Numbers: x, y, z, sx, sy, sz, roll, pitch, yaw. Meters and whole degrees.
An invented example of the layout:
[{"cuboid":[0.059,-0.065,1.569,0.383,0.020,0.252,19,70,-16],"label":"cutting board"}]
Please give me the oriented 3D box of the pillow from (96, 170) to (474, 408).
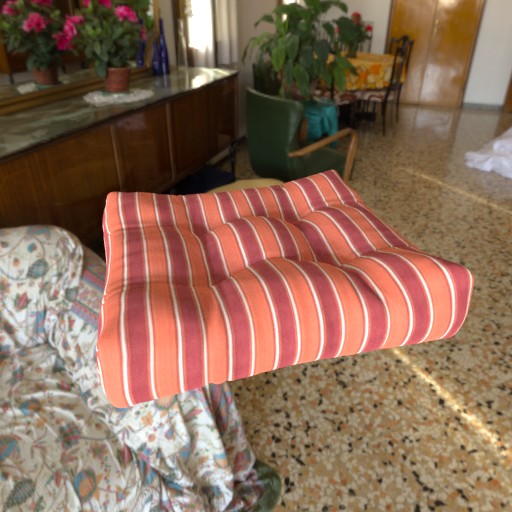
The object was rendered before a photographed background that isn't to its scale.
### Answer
[{"cuboid":[0.000,0.000,0.731,0.490,0.133,0.468,-8,31,-13],"label":"pillow"}]
